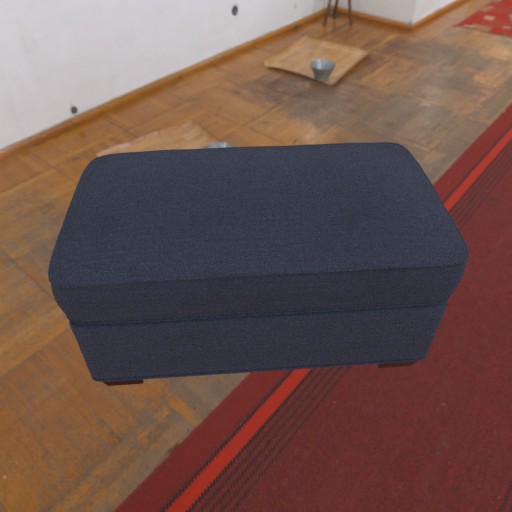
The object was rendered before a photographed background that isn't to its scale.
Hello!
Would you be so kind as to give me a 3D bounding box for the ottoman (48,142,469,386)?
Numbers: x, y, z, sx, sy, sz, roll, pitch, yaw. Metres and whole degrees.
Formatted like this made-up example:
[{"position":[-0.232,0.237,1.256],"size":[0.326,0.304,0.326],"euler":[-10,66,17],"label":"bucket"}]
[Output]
[{"position":[0.000,0.000,1.193],"size":[0.895,0.453,0.505],"euler":[-3,44,-3],"label":"ottoman"}]
